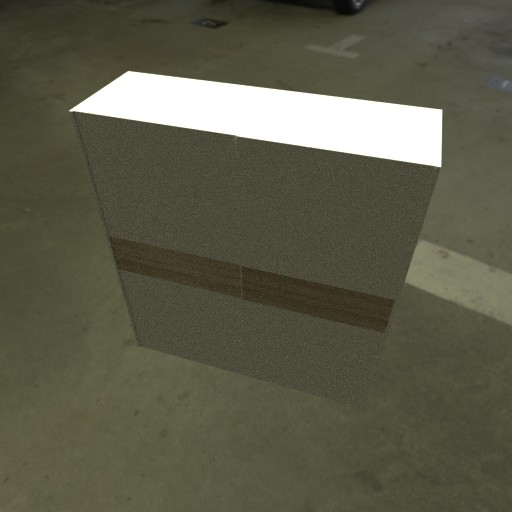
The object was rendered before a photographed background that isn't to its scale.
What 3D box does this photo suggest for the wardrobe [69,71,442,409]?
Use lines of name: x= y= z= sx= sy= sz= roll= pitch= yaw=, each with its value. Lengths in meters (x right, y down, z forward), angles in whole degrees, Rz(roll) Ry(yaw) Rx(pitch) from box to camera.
wardrobe: x=0.000 y=0.000 z=2.963 sx=1.830 sy=2.020 sz=0.600 roll=12 pitch=43 yaw=13
